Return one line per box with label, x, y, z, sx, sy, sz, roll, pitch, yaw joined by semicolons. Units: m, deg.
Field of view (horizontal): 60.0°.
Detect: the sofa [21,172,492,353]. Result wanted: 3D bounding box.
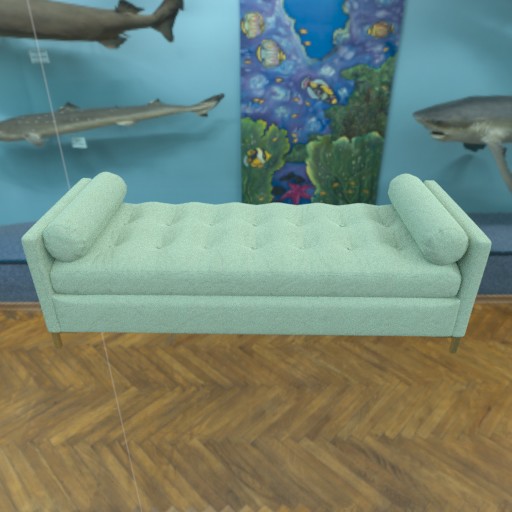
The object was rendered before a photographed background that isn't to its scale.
sofa;0.000;0.000;2.418;2.102;0.705;0.796;0;30;1
